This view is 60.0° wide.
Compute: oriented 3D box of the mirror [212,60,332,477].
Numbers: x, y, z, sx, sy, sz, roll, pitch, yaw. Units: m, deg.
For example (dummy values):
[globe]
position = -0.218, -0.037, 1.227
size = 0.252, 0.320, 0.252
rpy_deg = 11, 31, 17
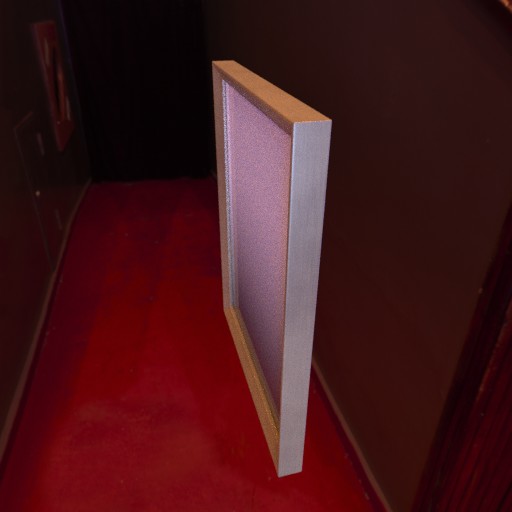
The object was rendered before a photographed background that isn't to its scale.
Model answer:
[mirror]
position = 0.000, 0.000, 0.686
size = 0.041, 0.509, 0.406
rpy_deg = -8, 32, -13
